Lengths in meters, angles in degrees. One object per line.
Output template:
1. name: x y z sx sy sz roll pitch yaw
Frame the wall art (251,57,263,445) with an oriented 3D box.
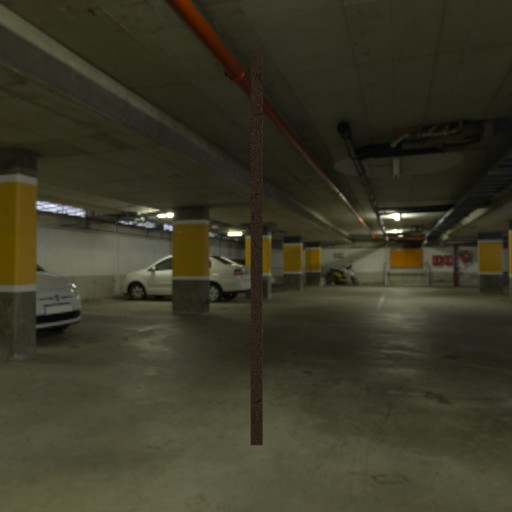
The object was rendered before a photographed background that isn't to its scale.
1. wall art: 0.000 0.000 1.173 0.019 0.626 0.917 0 -1 0
